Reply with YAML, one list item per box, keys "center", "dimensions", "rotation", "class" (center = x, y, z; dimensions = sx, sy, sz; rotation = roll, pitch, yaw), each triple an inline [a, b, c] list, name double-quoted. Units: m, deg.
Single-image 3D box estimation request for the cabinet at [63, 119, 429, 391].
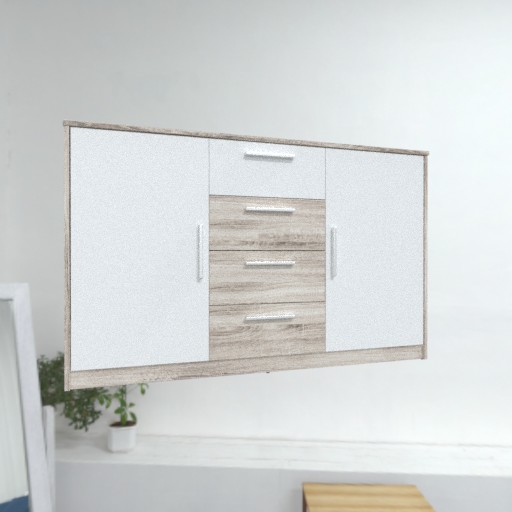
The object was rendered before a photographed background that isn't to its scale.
- center: [0.000, 0.000, 1.849]
  dimensions: [1.450, 0.900, 0.380]
  rotation: [0, 0, -18]
  class: "cabinet"
